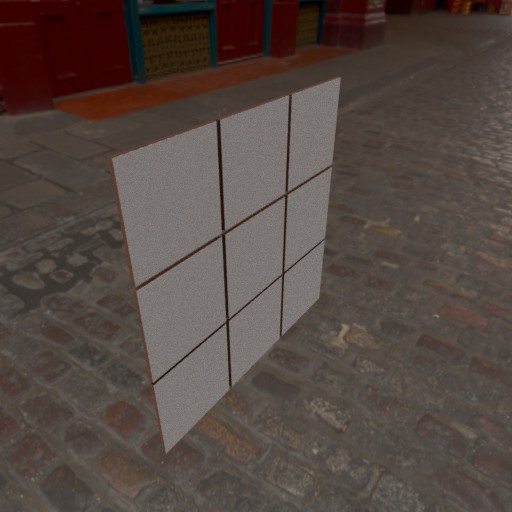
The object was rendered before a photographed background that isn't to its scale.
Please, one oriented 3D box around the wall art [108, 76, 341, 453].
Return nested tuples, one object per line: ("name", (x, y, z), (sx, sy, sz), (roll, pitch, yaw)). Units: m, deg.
("wall art", (0.000, 0.000, 1.886), (0.017, 1.246, 1.256), (22, 39, 30))
